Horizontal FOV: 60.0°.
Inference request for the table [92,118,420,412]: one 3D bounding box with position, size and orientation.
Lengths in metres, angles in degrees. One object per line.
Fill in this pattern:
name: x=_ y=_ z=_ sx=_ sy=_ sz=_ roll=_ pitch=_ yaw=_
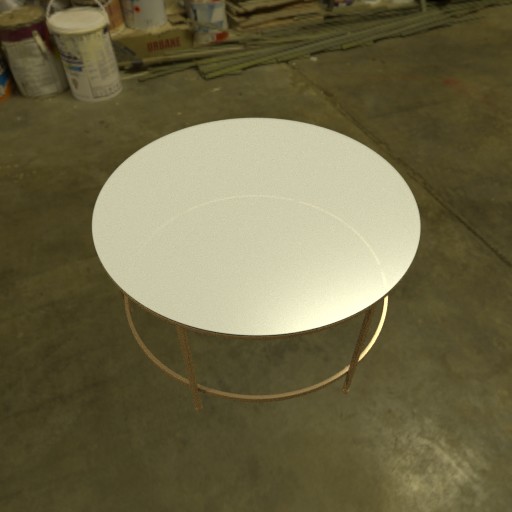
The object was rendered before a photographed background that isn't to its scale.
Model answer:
table: x=0.000 y=0.000 z=1.443 sx=0.914 sy=0.470 sz=0.914 roll=0 pitch=47 yaw=0
